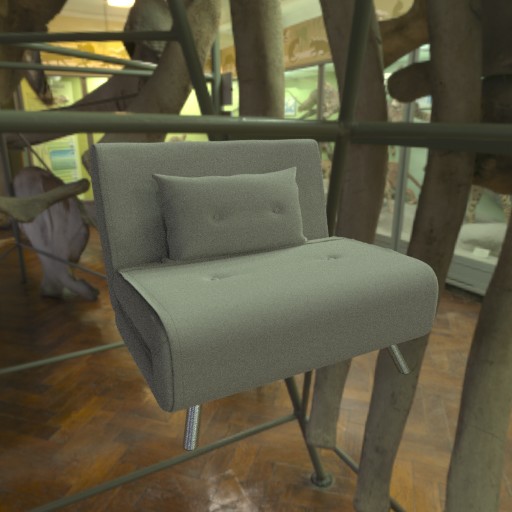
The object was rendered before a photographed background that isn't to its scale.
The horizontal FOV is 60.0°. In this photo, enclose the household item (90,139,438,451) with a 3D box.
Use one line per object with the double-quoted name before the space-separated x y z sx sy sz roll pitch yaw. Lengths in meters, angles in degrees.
"household item" 0.000 0.000 1.635 1.000 0.800 0.874 -9 19 -27
